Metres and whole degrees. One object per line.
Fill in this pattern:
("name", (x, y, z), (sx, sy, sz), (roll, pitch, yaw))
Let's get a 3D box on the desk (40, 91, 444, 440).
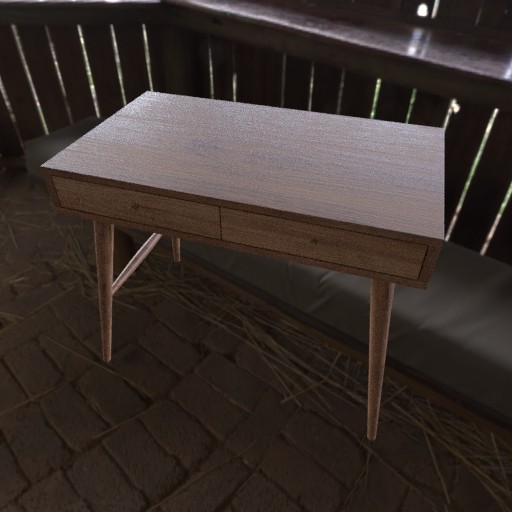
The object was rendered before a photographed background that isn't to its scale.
("desk", (0.000, 0.000, 1.420), (0.949, 0.758, 0.588), (12, 42, 14))
